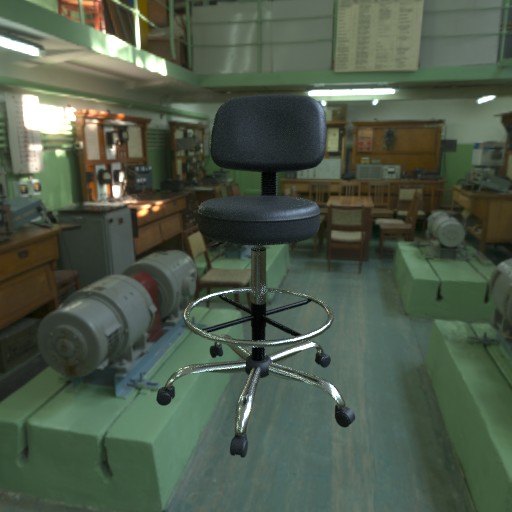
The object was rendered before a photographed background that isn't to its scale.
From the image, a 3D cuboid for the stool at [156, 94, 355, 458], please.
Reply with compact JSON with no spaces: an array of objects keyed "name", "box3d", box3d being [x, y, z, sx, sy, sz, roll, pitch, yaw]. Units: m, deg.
[{"name":"stool","box3d":[0.000,0.000,1.474,0.694,1.069,0.658,2,15,10]}]
